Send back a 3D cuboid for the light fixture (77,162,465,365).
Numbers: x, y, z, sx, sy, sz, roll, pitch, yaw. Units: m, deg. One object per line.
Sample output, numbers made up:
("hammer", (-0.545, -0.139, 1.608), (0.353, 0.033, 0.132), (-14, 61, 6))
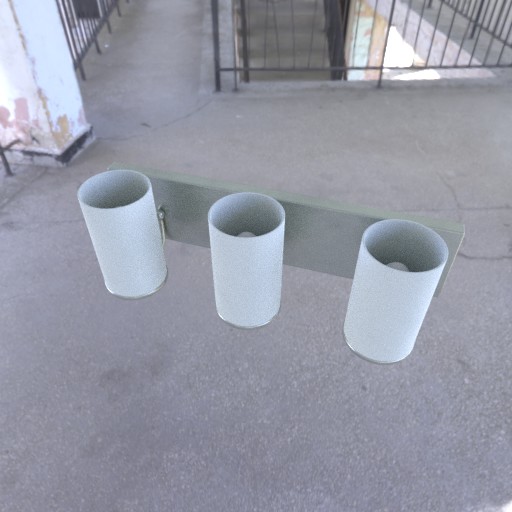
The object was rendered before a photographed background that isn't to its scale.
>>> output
("light fixture", (0.000, 0.000, 0.536), (0.451, 0.172, 0.145), (12, 44, 13))
